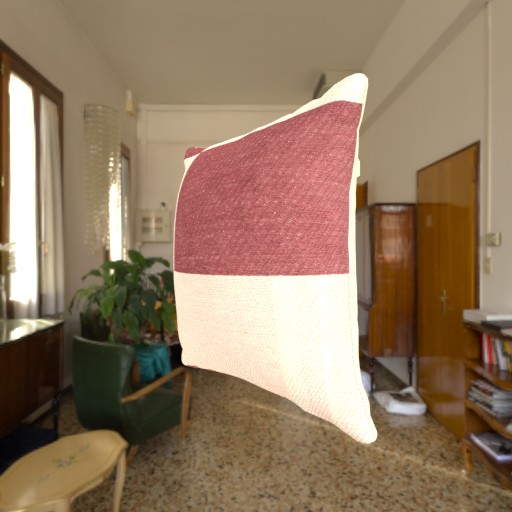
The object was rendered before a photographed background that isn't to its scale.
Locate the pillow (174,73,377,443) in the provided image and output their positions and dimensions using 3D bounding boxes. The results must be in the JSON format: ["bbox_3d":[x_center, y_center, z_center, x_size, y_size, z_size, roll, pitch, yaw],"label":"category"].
[{"bbox_3d":[0.000,0.000,0.806,0.229,0.506,0.536,0,0,-36],"label":"pillow"}]
